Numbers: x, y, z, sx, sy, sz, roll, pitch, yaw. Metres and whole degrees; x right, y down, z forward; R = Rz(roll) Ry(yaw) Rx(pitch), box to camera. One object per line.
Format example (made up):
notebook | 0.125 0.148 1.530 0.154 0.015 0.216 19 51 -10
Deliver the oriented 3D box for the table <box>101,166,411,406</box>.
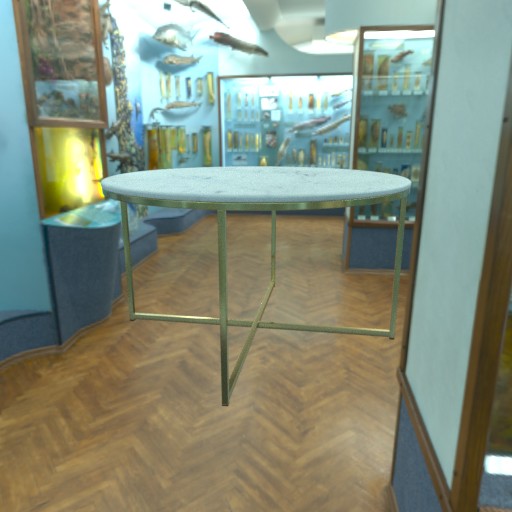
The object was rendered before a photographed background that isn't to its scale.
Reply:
table | 0.000 0.000 1.261 0.800 0.450 0.800 0 15 0
